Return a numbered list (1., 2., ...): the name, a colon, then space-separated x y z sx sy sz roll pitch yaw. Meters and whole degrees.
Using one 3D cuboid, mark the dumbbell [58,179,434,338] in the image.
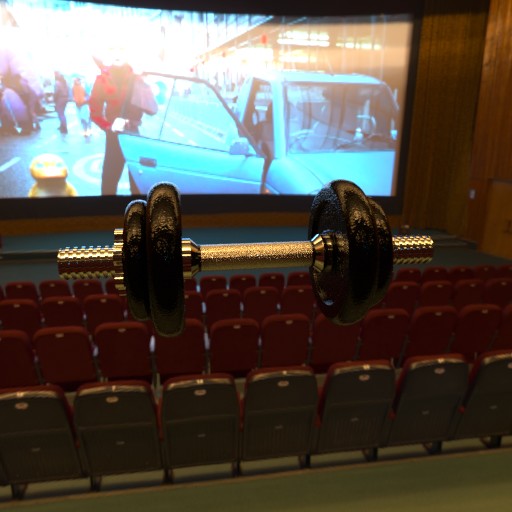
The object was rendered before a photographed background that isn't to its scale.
1. dumbbell: 0.000 0.000 0.599 0.497 0.202 0.202 -2 15 -9
